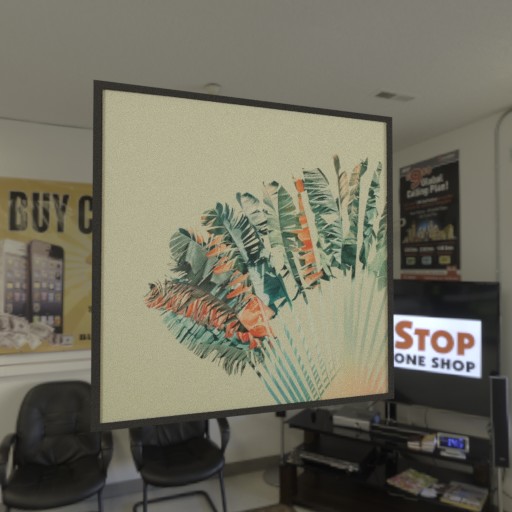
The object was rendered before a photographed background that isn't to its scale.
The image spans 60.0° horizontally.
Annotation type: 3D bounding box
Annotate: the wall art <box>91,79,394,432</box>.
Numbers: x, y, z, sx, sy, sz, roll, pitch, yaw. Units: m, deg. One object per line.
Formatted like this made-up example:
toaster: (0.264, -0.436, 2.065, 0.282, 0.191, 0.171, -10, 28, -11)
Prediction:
wall art: (0.000, 0.000, 0.735, 0.509, 0.507, 0.037, 0, -1, -19)
